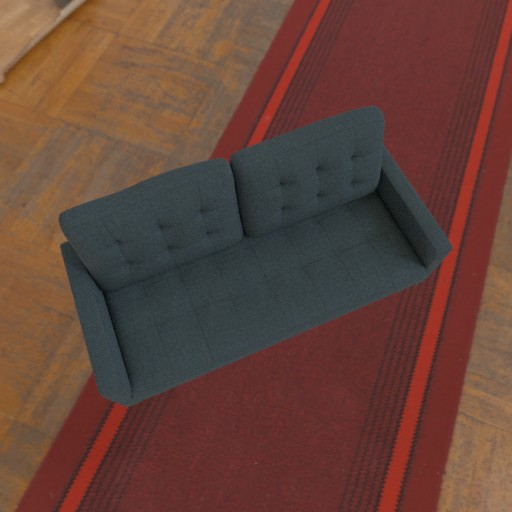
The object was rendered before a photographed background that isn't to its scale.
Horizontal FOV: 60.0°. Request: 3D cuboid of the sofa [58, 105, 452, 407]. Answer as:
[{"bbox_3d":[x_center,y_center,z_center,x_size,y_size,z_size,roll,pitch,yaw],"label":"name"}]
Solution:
[{"bbox_3d":[0.000,0.000,2.575,2.010,1.050,0.966,-21,67,-10],"label":"sofa"}]
